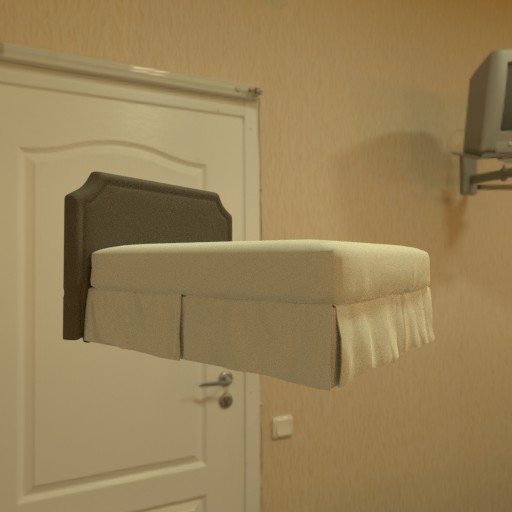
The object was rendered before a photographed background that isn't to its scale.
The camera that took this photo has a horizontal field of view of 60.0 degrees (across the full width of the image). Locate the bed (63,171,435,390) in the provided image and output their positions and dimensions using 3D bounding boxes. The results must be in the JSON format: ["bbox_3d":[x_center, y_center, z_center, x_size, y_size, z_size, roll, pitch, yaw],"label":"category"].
[{"bbox_3d":[0.000,0.000,3.312,2.181,1.297,1.831,0,0,36],"label":"bed"}]
